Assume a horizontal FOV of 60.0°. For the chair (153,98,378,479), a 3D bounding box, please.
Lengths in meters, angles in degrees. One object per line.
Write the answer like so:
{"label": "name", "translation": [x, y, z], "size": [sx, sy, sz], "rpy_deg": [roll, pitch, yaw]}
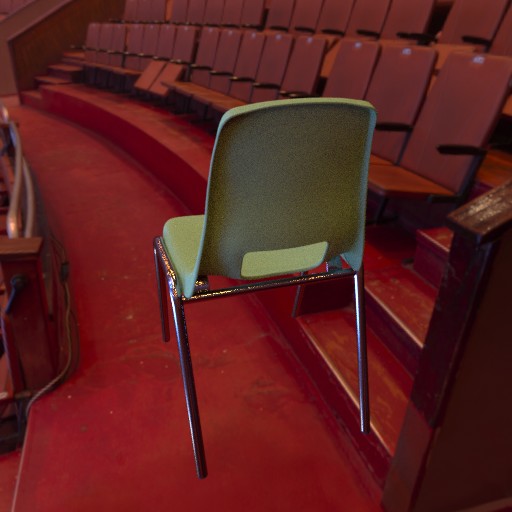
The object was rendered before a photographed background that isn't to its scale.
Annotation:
{"label": "chair", "translation": [0.000, 0.000, 0.882], "size": [0.381, 0.653, 0.436], "rpy_deg": [-8, 29, -15]}
